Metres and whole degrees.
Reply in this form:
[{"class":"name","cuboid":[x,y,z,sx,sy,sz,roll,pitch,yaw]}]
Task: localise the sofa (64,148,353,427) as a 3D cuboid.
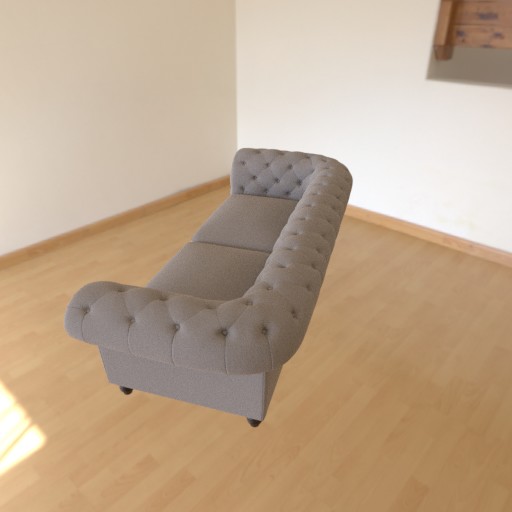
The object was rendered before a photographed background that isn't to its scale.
[{"class":"sofa","cuboid":[0.000,0.000,2.822,0.991,0.749,2.411,9,31,15]}]
